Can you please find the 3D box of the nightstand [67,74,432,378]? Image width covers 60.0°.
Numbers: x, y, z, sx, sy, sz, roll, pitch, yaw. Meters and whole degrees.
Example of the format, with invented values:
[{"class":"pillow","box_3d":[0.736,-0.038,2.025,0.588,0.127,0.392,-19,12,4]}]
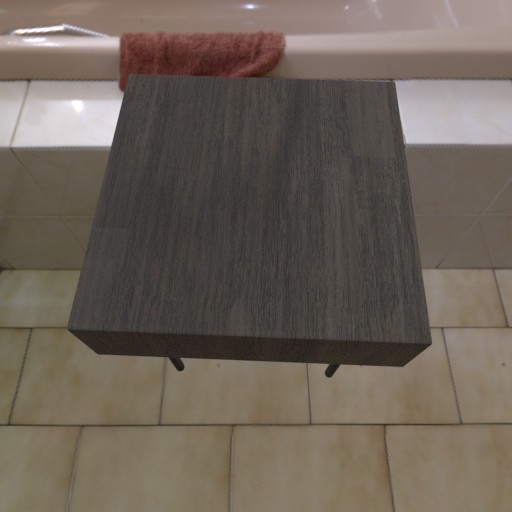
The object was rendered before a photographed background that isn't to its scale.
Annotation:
[{"class":"nightstand","box_3d":[0.000,0.000,0.939,0.503,0.497,0.502,2,63,1]}]
